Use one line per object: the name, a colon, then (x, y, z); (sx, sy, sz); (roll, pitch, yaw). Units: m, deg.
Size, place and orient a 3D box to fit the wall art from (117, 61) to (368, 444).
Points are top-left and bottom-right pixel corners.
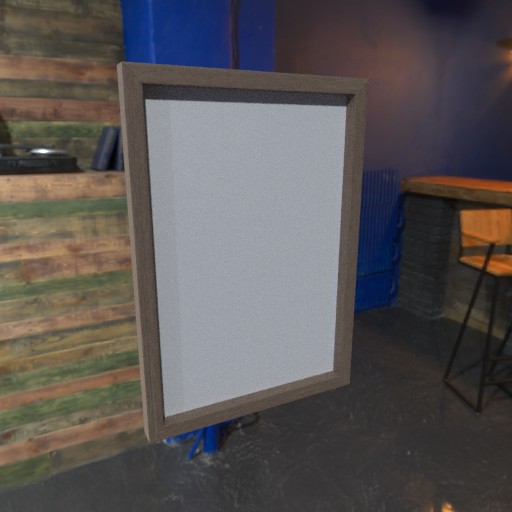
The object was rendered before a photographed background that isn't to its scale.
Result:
wall art: (0.000, 0.000, 0.662); (0.358, 0.510, 0.032); (-7, 17, -25)
